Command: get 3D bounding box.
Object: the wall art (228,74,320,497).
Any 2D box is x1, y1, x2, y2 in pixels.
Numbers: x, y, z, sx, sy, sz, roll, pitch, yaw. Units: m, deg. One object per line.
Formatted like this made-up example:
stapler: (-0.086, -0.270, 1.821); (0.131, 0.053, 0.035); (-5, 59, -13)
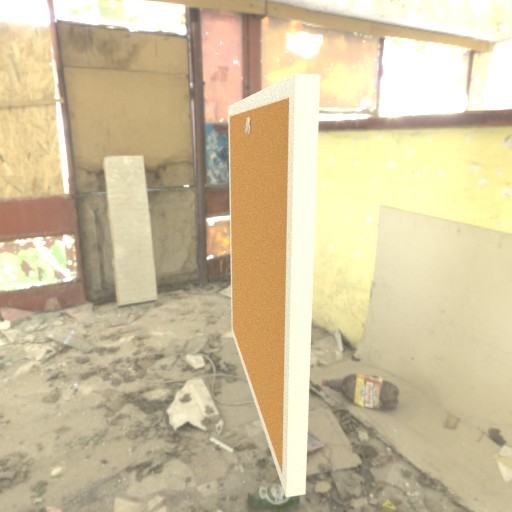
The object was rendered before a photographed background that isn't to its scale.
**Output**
wall art: (0.000, 0.000, 1.118); (0.050, 0.762, 0.761); (-3, 15, -11)
